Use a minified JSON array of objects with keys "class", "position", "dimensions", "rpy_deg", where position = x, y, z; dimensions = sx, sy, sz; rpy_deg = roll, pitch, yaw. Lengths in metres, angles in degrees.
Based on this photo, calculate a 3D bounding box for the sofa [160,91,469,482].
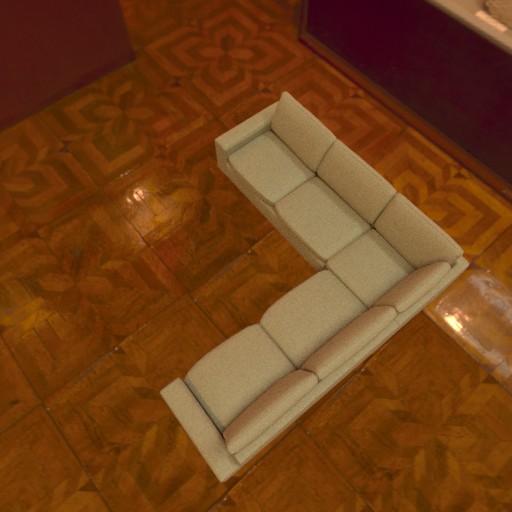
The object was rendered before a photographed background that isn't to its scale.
[{"class":"sofa","position":[0.000,0.000,4.120],"dimensions":[2.742,0.800,2.622],"rpy_deg":[-36,69,-16]}]
